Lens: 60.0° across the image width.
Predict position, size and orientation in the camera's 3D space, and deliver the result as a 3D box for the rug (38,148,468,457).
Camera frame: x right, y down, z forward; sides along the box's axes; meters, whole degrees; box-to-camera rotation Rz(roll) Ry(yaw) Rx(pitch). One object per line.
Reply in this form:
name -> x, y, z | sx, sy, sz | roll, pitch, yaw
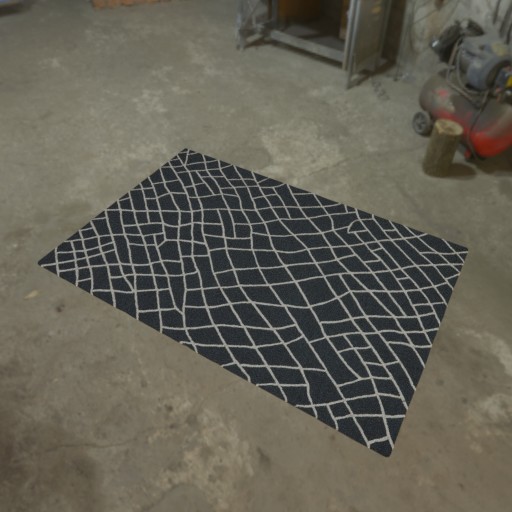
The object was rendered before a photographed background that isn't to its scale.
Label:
rug -> 0.000, 0.000, 2.247 | 1.830, 0.013, 1.223 | 23, 50, 21
